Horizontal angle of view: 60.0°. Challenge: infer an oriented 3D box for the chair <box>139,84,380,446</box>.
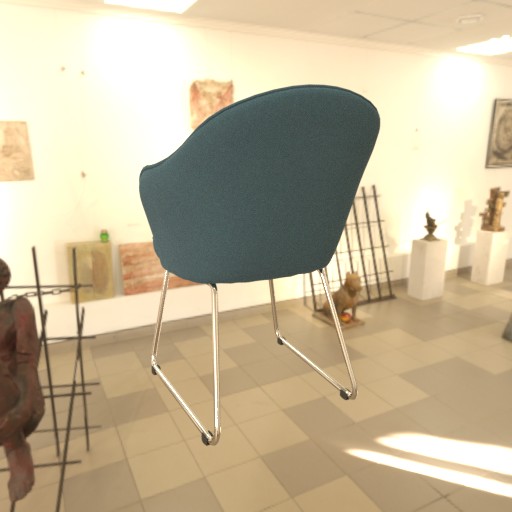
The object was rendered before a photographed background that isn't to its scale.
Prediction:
[{"bbox_3d":[0.000,0.000,1.207,0.570,0.815,0.585,-7,16,-27],"label":"chair"}]
